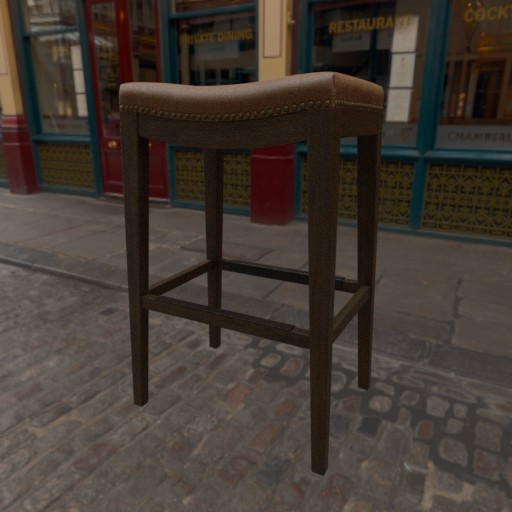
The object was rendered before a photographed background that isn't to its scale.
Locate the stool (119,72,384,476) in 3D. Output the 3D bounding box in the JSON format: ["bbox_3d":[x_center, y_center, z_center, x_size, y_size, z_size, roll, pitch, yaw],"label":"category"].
[{"bbox_3d":[0.000,0.000,1.039,0.500,0.759,0.361,9,19,27],"label":"stool"}]
